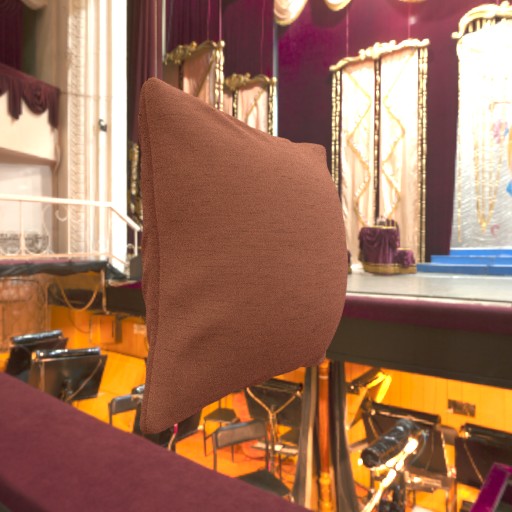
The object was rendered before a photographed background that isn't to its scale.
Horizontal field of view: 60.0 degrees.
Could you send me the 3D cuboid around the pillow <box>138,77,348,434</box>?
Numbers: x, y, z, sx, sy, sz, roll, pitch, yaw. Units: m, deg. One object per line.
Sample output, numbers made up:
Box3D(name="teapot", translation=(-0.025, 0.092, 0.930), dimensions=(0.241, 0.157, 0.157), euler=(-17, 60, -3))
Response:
Box3D(name="pillow", translation=(0.000, 0.000, 0.677), dimensions=(0.246, 0.415, 0.432), euler=(0, 1, 36))
